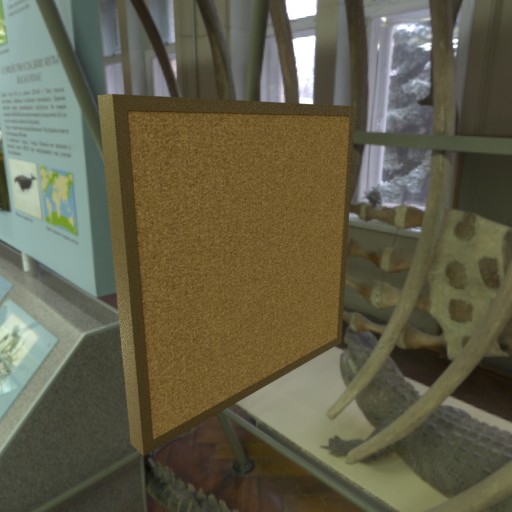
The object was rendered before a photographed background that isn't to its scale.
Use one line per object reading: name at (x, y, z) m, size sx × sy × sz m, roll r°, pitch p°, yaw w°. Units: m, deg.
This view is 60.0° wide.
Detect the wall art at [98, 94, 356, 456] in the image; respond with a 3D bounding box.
wall art at (0.000, 0.000, 0.774) m, size 0.510 × 0.509 × 0.037 m, roll -16°, pitch 23°, yaw -42°
